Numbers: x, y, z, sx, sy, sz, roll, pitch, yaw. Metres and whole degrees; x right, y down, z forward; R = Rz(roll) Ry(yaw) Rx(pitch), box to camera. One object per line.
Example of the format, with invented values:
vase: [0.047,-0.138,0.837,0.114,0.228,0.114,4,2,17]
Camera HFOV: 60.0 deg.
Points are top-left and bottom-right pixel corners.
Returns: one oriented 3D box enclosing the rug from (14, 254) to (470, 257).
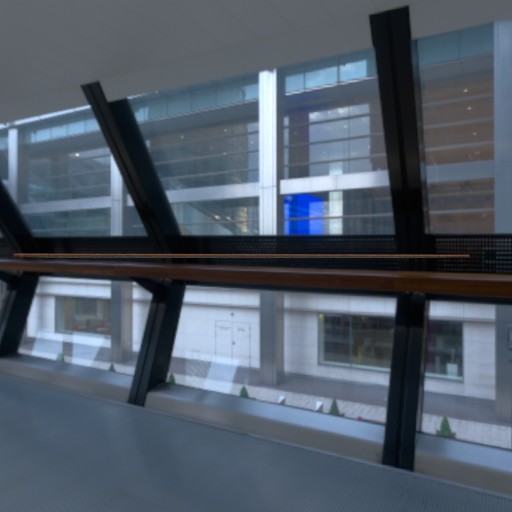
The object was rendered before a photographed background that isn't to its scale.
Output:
rug: [0.000,0.000,2.647,2.439,0.017,0.764,0,0,-17]
